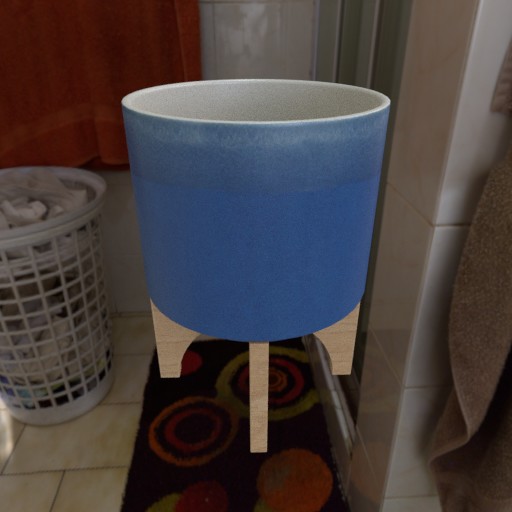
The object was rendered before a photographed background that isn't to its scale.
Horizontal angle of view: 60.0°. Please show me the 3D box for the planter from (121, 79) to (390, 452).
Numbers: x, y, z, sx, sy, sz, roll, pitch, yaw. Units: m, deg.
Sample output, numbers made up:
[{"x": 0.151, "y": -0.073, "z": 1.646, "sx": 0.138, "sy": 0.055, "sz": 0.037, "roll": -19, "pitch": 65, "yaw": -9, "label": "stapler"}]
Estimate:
[{"x": 0.000, "y": 0.000, "z": 0.532, "sx": 0.261, "sy": 0.367, "sz": 0.261, "roll": 0, "pitch": 28, "yaw": 0, "label": "planter"}]
